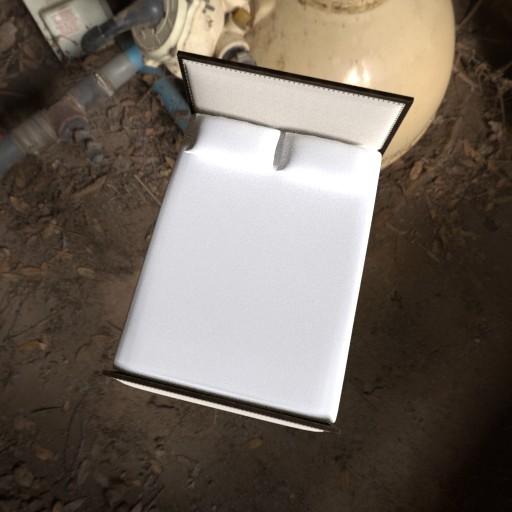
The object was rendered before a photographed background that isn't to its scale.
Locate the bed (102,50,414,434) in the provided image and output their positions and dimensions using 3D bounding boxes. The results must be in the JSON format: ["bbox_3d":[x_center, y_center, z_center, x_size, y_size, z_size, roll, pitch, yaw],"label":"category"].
[{"bbox_3d":[0.000,0.000,3.295,1.607,1.313,2.221,13,75,3],"label":"bed"}]
